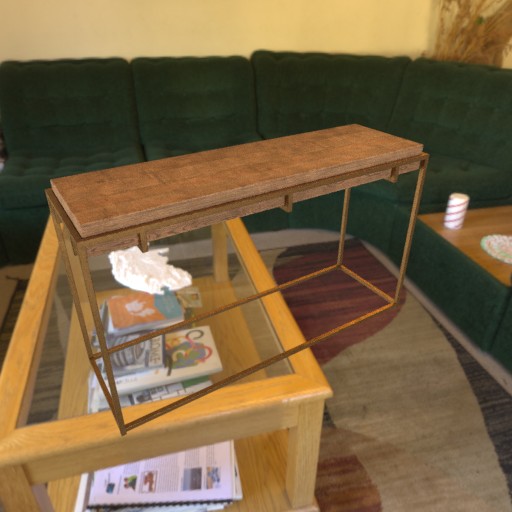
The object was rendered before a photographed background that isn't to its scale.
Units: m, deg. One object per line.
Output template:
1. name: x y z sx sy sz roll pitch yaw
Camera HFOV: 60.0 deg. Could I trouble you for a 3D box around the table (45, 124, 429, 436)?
1. table: 0.000 0.000 1.839 1.400 0.820 0.440 -18 35 -27
